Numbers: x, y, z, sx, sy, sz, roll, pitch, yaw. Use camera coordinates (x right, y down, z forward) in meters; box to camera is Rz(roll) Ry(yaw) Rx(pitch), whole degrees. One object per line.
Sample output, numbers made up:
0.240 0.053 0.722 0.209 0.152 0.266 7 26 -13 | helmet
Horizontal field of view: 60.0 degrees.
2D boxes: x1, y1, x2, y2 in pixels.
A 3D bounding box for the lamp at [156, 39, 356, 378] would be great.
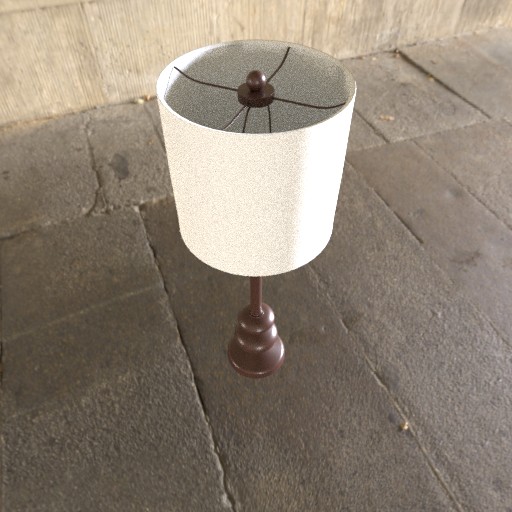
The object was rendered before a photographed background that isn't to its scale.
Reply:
0.000 0.000 0.811 0.254 0.690 0.254 18 50 16 | lamp
